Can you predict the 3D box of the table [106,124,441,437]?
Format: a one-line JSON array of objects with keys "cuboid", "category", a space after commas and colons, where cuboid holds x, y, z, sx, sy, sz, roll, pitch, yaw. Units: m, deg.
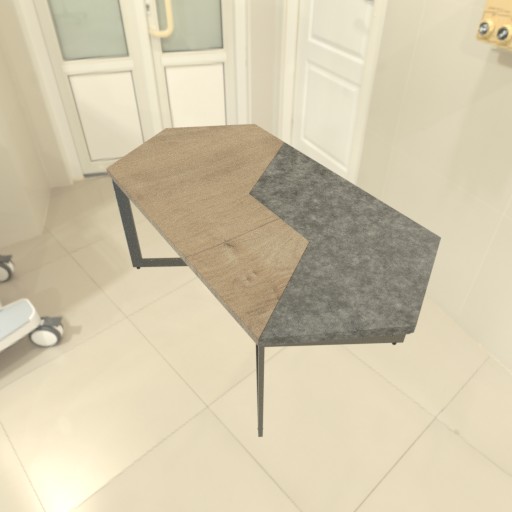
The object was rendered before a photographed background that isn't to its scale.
[{"cuboid": [0.000, 0.000, 1.496, 0.609, 0.457, 1.219, -25, 46, -26], "category": "table"}]
